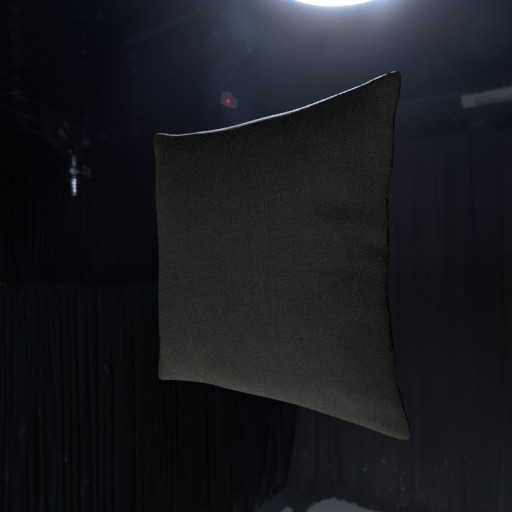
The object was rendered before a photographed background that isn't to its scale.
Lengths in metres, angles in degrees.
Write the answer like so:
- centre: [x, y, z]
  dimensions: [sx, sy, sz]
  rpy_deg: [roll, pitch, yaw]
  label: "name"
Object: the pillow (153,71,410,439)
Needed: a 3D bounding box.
- centre: [0.000, 0.000, 0.762]
  dimensions: [0.523, 0.506, 0.166]
  rpy_deg: [0, -1, 38]
  label: "pillow"
